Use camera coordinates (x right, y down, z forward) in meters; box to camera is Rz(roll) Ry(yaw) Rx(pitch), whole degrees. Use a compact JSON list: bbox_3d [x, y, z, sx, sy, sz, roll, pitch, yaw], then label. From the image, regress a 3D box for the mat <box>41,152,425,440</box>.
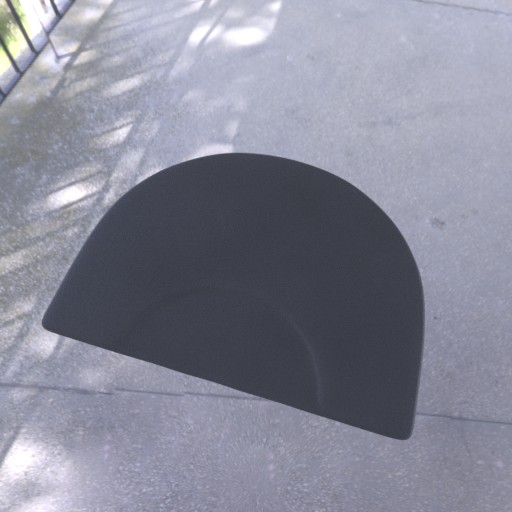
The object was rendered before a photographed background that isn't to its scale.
[{"bbox_3d":[0.000,0.000,1.567,1.220,0.016,0.917,15,64,8],"label":"mat"}]
